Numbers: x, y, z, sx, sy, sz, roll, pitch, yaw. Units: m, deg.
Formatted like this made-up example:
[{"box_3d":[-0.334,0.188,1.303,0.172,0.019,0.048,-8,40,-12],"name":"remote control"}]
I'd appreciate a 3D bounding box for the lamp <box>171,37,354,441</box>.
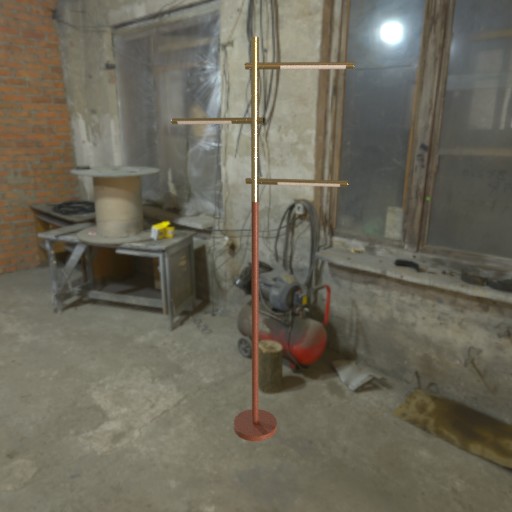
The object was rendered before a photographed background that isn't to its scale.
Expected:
[{"box_3d":[0.000,0.000,1.895,0.737,1.704,0.209,2,16,7],"name":"lamp"}]
